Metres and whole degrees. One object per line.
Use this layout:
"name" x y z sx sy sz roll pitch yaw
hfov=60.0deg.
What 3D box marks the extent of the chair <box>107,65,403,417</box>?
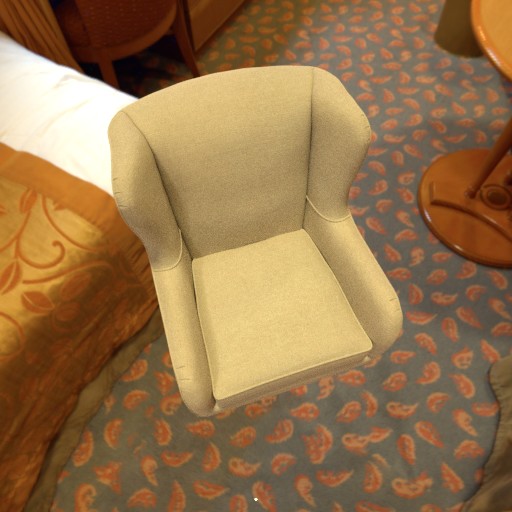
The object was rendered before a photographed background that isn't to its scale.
"chair" 0.000 0.000 1.755 0.838 1.040 0.966 -16 62 -9
